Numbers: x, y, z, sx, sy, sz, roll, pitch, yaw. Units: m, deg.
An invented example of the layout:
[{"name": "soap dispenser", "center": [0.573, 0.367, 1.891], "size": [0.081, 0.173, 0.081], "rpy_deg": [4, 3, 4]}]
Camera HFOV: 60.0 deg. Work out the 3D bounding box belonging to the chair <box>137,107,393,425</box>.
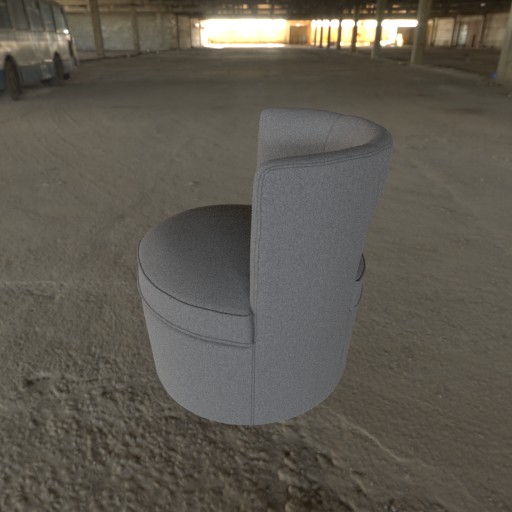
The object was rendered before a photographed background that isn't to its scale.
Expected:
[{"name": "chair", "center": [0.000, 0.000, 1.254], "size": [0.660, 0.719, 0.689], "rpy_deg": [1, 27, 1]}]
